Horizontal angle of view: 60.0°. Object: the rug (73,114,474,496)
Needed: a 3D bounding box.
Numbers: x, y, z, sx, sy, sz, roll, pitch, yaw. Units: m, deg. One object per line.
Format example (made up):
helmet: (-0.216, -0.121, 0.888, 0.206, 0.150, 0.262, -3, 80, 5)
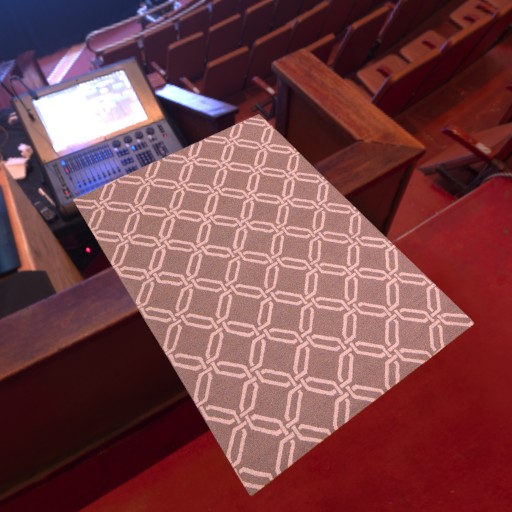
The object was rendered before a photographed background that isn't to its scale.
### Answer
rug: (0.000, 0.000, 4.379, 2.441, 0.020, 3.419, -30, 62, -18)
